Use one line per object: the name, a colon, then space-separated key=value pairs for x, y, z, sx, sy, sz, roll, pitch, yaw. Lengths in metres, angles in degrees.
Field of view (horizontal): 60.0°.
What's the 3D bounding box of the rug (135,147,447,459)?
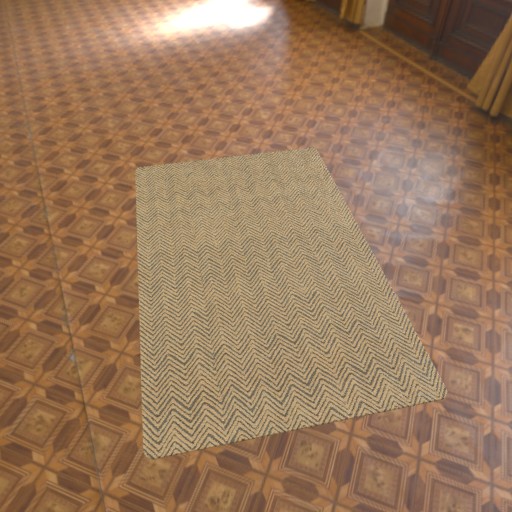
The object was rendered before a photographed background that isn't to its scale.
rug: x=0.000 y=0.000 z=2.189 sx=1.144 sy=0.008 sz=1.752 roll=-8 pitch=47 yaw=-8
